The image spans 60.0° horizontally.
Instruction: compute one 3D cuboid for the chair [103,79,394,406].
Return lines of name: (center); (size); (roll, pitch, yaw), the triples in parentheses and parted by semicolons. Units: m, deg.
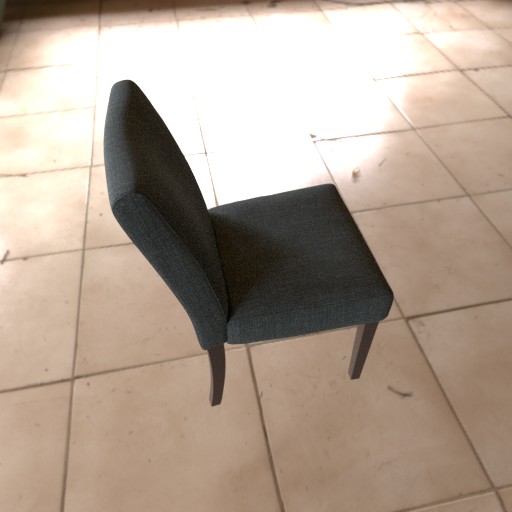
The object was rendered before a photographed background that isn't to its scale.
chair: (0.000, 0.000, 1.242); (0.629, 0.884, 0.487); (-9, 48, -8)
